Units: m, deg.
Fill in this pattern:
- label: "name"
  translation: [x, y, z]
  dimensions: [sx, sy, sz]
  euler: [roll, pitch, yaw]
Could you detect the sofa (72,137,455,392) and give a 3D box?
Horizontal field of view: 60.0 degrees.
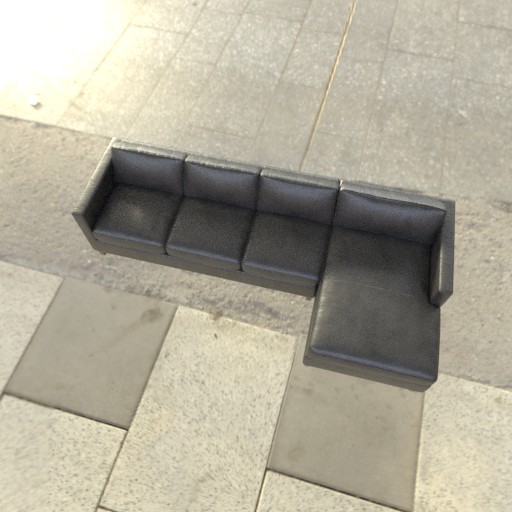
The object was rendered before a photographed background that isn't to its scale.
- label: "sofa"
  translation: [0.000, 0.000, 3.923]
  dimensions: [3.203, 0.883, 1.581]
  euler: [12, 61, 7]
